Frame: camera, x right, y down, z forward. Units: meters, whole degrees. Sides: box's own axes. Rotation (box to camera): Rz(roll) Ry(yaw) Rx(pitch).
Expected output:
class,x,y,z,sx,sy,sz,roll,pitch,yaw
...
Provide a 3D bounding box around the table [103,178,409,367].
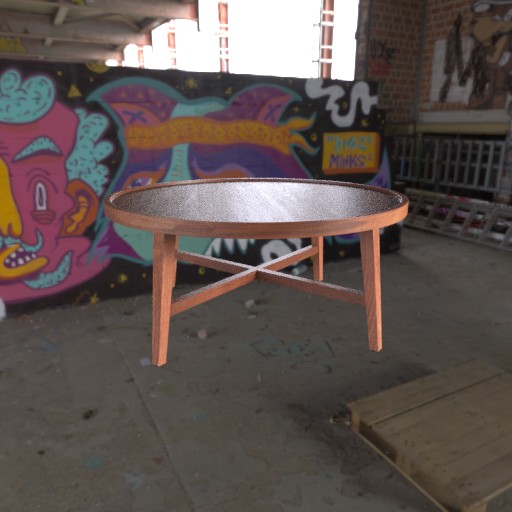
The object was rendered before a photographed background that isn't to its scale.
class,x,y,z,sx,sy,sz,roll,pitch,yaw
table,0.000,0.000,1.273,0.800,0.360,0.800,0,16,0
